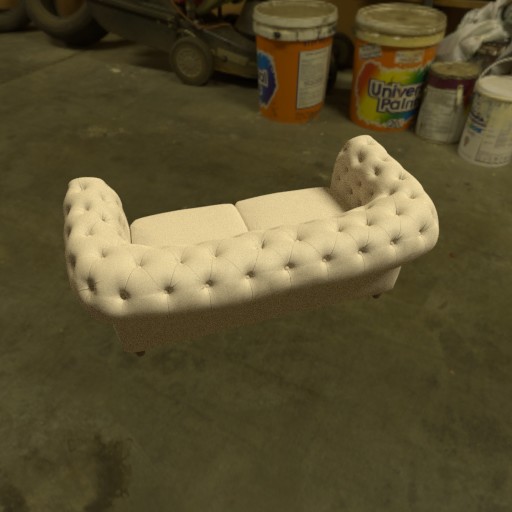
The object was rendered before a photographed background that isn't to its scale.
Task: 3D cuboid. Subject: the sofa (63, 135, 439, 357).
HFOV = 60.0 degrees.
[{"bbox_3d":[0.000,0.000,2.582,1.988,0.835,1.069,-12,42,-13],"label":"sofa"}]
